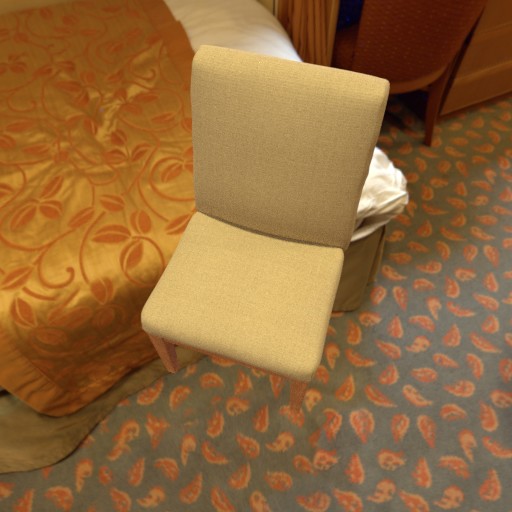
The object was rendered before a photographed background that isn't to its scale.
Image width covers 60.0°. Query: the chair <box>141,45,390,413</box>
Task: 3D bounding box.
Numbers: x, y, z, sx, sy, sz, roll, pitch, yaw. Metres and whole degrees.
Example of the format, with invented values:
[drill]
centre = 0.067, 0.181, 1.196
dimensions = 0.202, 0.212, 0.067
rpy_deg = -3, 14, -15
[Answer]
[chair]
centre = 0.000, 0.000, 1.288
dimensions = 0.507, 0.911, 0.586
rpy_deg = 15, 58, 10
